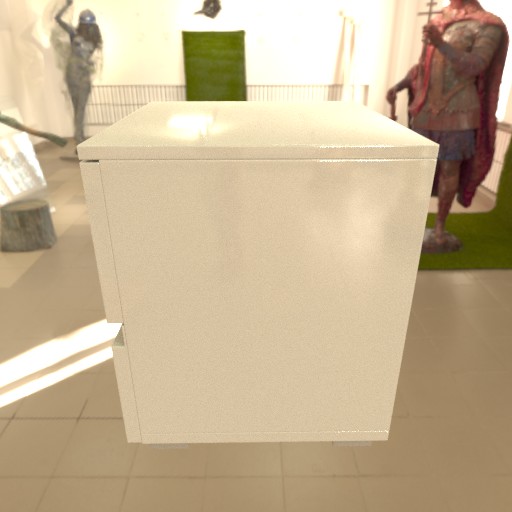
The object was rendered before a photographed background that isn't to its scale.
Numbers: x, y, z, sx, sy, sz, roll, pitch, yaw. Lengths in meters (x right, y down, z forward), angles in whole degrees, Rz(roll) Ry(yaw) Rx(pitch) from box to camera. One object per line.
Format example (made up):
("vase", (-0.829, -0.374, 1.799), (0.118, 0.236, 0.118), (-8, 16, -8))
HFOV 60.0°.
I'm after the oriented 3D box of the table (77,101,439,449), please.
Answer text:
("table", (0.000, 0.000, 0.778), (0.400, 0.470, 0.420), (0, 25, -1))
